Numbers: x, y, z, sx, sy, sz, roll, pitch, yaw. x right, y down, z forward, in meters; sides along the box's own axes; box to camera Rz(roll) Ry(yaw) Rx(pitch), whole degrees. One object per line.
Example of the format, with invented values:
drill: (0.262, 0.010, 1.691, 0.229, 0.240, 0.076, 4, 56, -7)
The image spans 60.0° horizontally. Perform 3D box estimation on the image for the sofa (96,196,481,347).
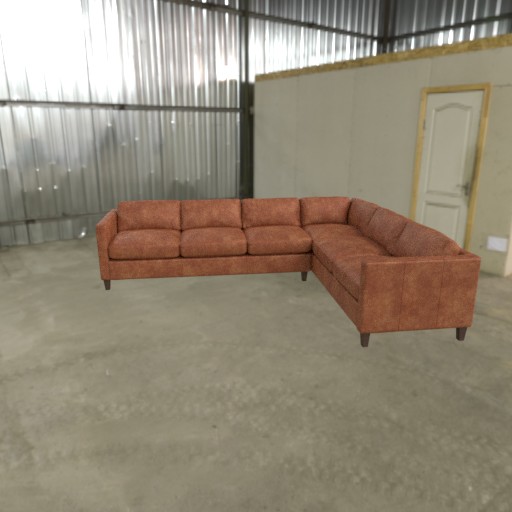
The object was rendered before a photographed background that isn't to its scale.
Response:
sofa: (0.000, 0.000, 4.386, 3.167, 0.838, 2.438, -2, 17, -7)
